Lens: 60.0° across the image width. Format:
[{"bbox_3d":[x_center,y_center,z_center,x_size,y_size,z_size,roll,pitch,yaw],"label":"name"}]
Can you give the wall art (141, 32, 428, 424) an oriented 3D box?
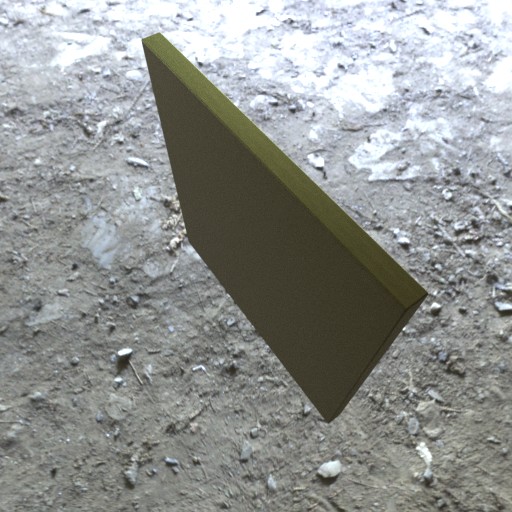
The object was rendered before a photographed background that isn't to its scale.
[{"bbox_3d":[0.000,0.000,0.724,0.031,0.506,0.503,-31,63,-18],"label":"wall art"}]
